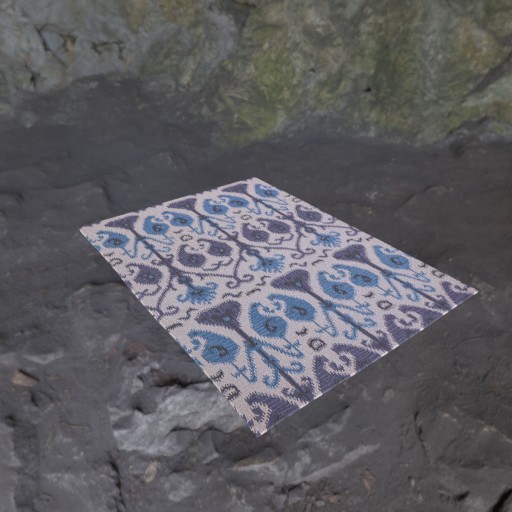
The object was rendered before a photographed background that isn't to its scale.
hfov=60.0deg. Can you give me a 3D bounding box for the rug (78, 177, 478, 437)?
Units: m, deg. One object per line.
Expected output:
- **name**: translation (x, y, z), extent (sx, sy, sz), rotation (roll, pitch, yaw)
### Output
- **rug**: translation (0.000, 0.000, 3.011), extent (1.676, 0.013, 2.261), rotation (-22, 38, -31)
